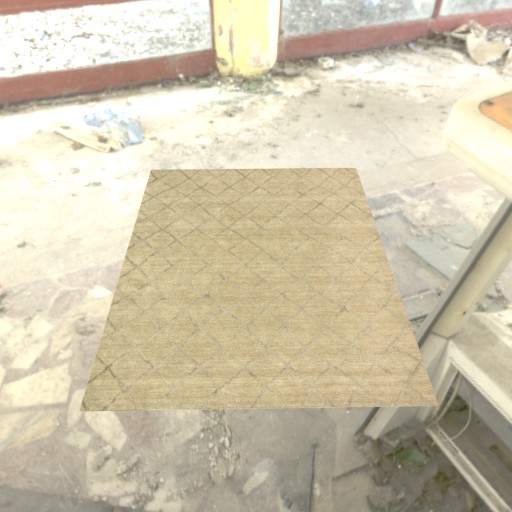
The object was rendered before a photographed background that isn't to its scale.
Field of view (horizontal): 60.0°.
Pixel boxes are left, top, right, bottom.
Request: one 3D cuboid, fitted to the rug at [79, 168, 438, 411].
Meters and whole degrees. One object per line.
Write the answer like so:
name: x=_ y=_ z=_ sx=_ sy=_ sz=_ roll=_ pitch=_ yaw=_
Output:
rug: x=0.000 y=0.000 z=4.106 sx=2.420 sy=0.019 sz=3.038 roll=-1 pitch=42 yaw=-1
